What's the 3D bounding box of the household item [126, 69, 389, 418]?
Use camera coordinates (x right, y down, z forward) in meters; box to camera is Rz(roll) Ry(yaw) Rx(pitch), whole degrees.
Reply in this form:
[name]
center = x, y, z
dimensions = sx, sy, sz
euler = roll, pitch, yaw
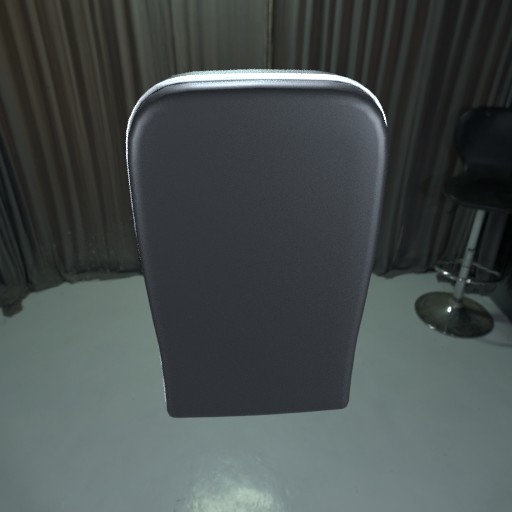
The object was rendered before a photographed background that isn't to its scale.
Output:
[household item]
center = 0.000, 0.000, 0.146
dimensions = 0.070, 0.114, 0.038
euler = -2, 30, -3
